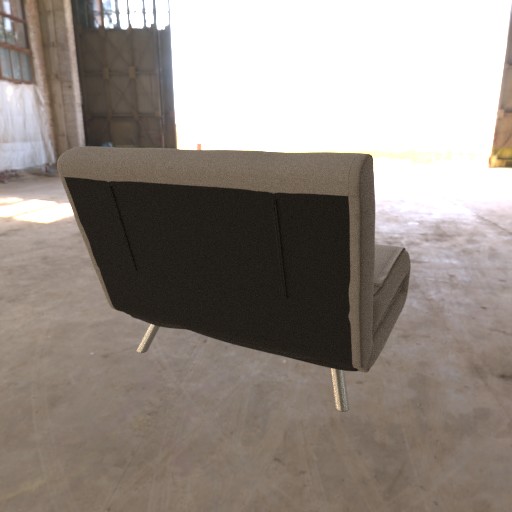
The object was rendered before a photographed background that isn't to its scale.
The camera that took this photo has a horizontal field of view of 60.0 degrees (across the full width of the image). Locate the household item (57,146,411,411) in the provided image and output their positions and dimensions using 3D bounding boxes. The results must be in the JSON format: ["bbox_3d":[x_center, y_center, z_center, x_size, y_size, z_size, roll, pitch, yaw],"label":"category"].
[{"bbox_3d":[0.000,0.000,1.651,1.000,0.800,0.874,8,18,26],"label":"household item"}]
